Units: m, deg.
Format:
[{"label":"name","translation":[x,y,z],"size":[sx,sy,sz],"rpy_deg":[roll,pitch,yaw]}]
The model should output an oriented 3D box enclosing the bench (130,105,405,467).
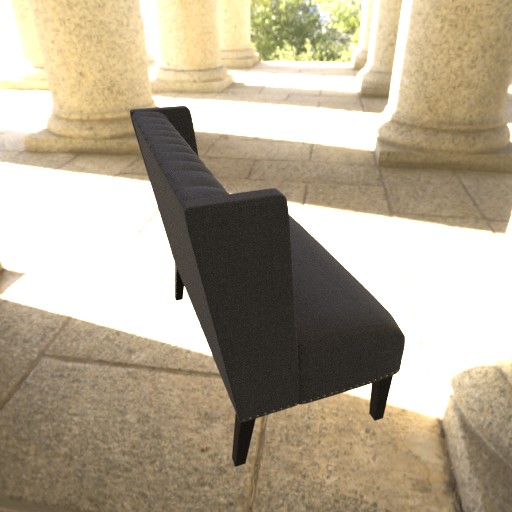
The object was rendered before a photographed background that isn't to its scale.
[{"label":"bench","translation":[0.000,0.000,2.032],"size":[0.842,1.121,1.276],"rpy_deg":[-10,32,-17]}]
